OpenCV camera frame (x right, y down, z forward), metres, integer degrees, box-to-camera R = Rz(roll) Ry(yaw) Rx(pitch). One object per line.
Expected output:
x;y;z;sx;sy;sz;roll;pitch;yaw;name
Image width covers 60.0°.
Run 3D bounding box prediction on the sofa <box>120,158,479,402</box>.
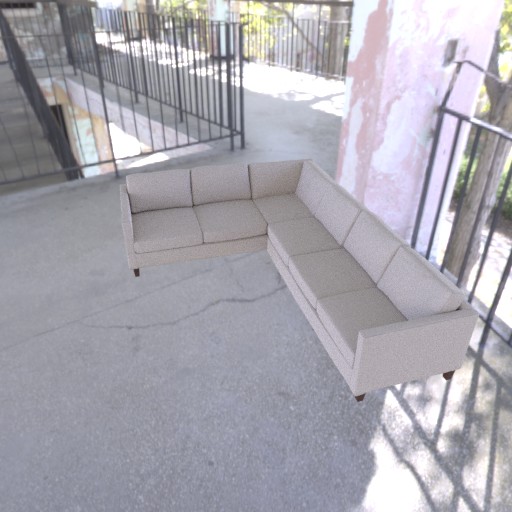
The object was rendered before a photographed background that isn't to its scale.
0.000;0.000;4.296;2.432;0.863;3.182;-9;33;-14;sofa
